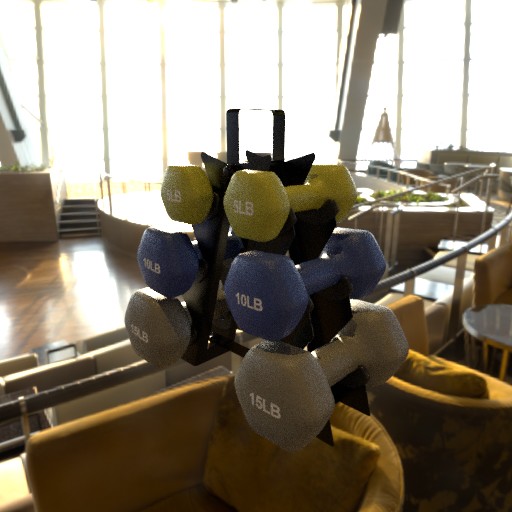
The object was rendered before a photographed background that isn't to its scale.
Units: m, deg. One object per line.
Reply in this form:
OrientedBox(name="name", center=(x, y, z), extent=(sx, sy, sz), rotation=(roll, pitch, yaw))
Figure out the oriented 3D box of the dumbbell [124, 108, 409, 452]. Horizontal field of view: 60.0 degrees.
OrientedBox(name="dumbbell", center=(0.000, 0.000, 0.677), extent=(0.416, 0.426, 0.261), rotation=(15, 22, 43))
